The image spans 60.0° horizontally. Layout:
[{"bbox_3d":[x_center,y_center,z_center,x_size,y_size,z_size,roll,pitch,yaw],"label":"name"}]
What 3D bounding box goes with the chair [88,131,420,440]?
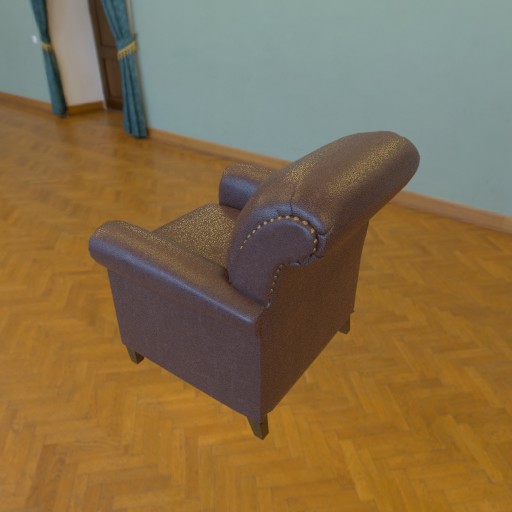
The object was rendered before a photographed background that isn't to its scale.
[{"bbox_3d":[0.000,0.000,1.633,0.890,0.927,0.854,20,37,29],"label":"chair"}]
